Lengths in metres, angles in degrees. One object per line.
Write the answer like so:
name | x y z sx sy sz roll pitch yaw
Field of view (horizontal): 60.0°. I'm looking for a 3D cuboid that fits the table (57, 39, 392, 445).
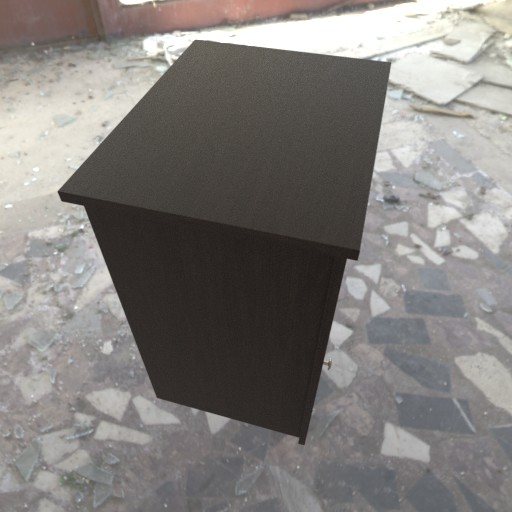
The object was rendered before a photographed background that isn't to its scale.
table | 0.000 0.000 0.908 0.381 0.635 0.480 12 49 10
